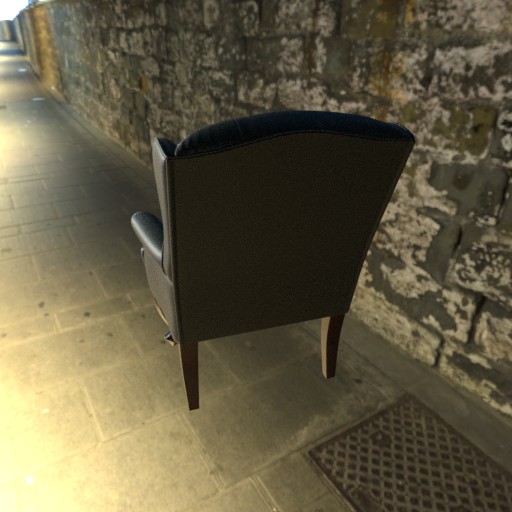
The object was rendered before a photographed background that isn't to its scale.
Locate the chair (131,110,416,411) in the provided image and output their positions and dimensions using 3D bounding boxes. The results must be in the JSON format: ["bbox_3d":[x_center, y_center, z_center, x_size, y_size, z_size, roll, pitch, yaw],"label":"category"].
[{"bbox_3d":[0.000,0.000,1.625,0.838,1.111,0.762,-8,28,-16],"label":"chair"}]
